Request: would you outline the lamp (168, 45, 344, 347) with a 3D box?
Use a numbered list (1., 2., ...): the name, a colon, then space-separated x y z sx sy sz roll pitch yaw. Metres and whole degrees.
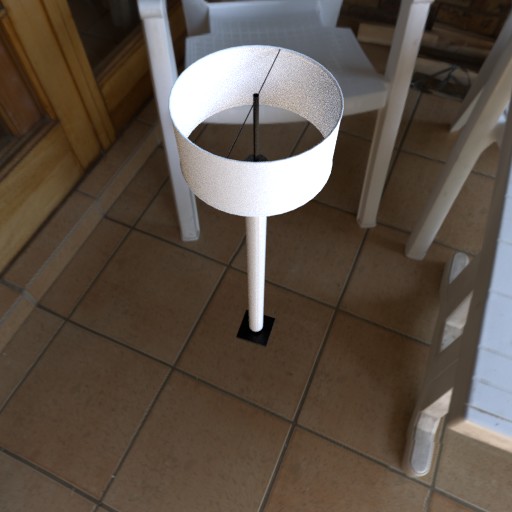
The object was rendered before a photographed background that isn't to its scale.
1. lamp: 0.000 0.000 1.683 0.420 1.475 0.420 16 60 9
